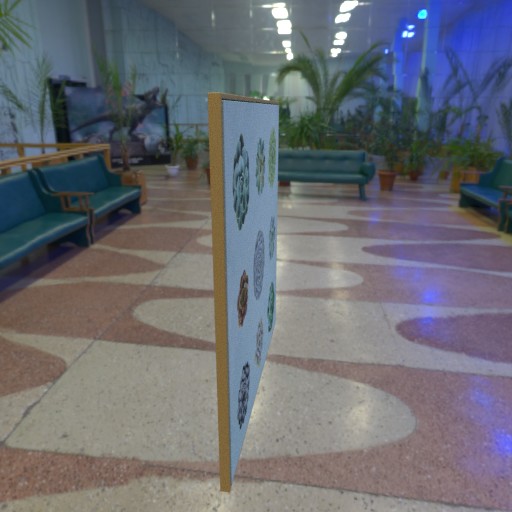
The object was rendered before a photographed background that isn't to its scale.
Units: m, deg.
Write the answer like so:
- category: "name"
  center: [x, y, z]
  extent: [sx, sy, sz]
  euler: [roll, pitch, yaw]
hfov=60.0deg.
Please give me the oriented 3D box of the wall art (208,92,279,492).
- category: "wall art"
  center: [0.000, 0.000, 0.681]
  extent: [0.013, 0.455, 0.457]
  euler: [3, 18, 9]
